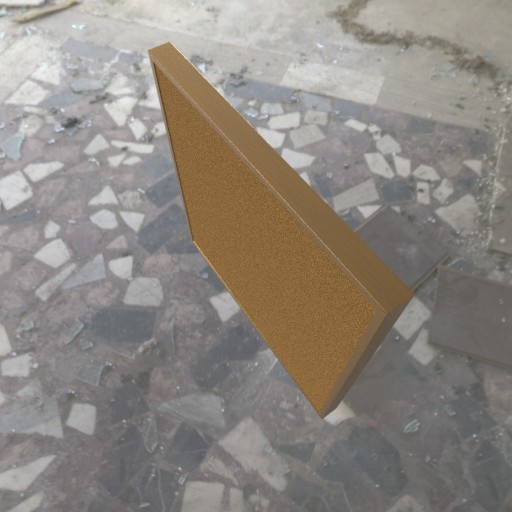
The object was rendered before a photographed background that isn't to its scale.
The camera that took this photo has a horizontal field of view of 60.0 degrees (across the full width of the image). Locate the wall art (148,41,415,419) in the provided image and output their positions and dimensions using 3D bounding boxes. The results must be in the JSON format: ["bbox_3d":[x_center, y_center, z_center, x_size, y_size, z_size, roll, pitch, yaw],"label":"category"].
[{"bbox_3d":[0.000,0.000,0.759,0.037,0.505,0.505,-30,63,-17],"label":"wall art"}]
